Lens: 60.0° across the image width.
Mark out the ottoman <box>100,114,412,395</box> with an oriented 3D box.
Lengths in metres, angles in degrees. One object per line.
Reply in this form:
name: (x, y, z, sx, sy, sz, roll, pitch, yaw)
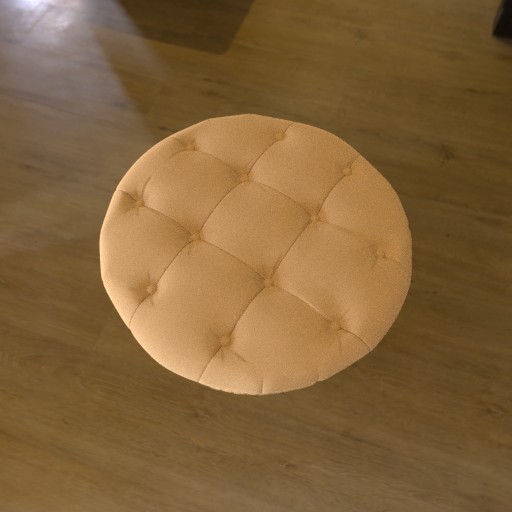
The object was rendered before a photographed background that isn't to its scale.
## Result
ottoman: (0.000, 0.000, 1.417, 0.901, 0.439, 0.901, 0, 64, 0)
